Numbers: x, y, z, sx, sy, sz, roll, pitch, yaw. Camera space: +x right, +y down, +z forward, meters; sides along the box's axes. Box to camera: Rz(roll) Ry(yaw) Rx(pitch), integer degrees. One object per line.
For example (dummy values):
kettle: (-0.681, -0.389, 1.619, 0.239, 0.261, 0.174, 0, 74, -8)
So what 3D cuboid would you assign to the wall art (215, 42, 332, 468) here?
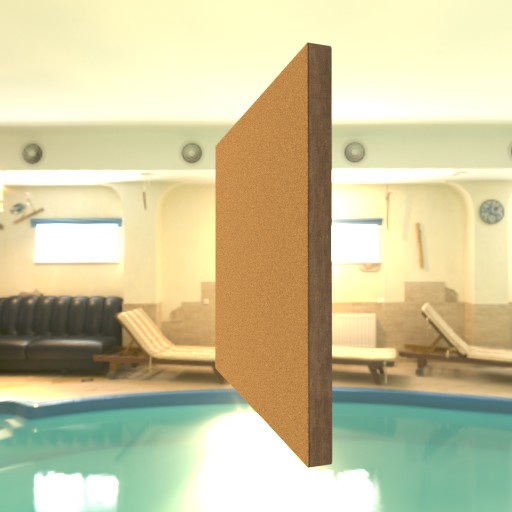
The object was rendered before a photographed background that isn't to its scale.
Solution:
wall art: (0.000, 0.000, 1.144, 0.050, 0.751, 0.749, 0, -1, -18)
